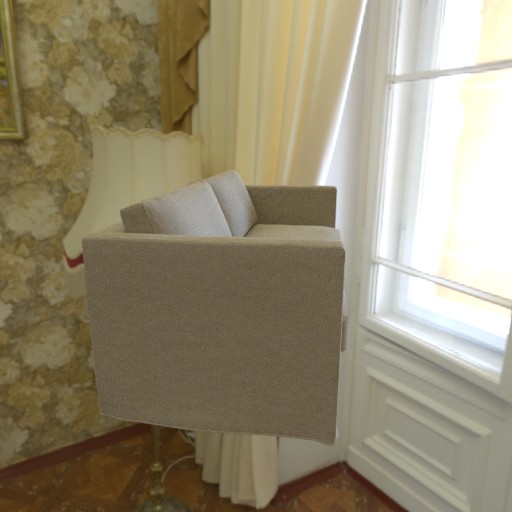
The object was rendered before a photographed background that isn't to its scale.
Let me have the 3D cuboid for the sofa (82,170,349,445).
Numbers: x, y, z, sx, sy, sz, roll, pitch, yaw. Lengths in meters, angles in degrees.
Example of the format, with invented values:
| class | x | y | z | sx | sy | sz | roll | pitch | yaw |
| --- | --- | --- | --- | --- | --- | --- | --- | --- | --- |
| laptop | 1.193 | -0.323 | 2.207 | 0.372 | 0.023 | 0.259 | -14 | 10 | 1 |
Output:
| class | x | y | z | sx | sy | sz | roll | pitch | yaw |
| --- | --- | --- | --- | --- | --- | --- | --- | --- | --- |
| sofa | 0.000 | 0.000 | 2.476 | 0.956 | 0.847 | 1.987 | 2 | 15 | 9 |
